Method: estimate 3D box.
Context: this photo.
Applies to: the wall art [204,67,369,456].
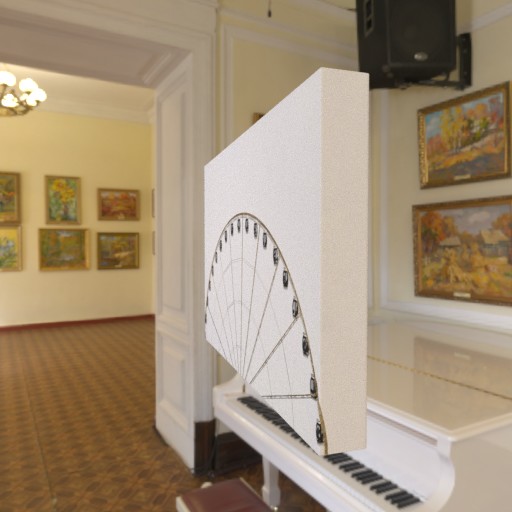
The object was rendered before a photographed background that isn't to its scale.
[{"bbox_3d":[0.000,0.000,0.477,0.039,0.254,0.384,0,2,-17],"label":"wall art"}]
